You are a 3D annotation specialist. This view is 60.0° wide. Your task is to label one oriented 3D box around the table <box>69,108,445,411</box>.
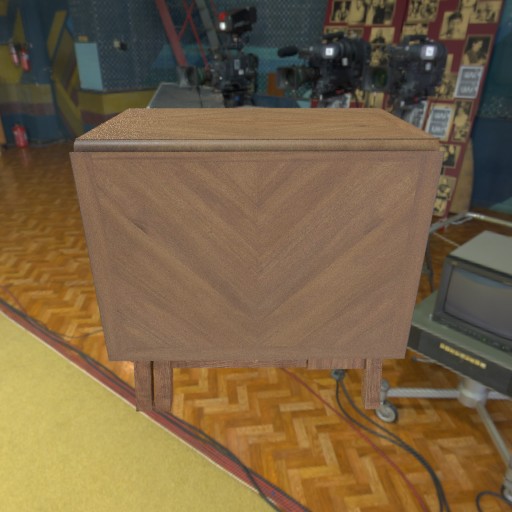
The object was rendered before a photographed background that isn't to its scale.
[{"bbox_3d":[0.000,0.000,1.661,0.967,0.981,0.701,0,26,-1],"label":"table"}]
